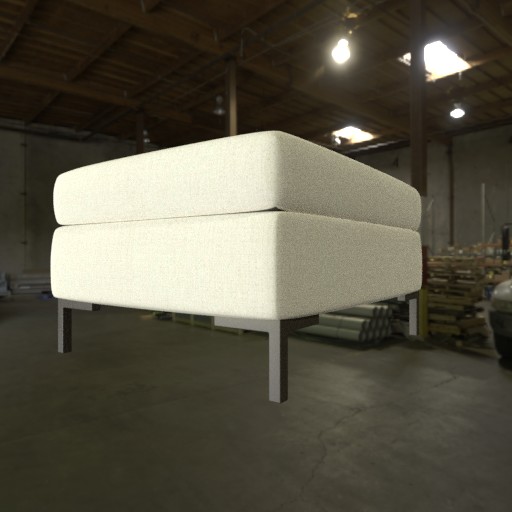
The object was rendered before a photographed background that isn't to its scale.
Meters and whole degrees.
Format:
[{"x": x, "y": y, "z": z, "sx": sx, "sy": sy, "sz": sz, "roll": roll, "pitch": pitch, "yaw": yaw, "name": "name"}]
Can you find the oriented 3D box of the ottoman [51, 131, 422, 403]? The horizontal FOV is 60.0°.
[{"x": 0.000, "y": 0.000, "z": 1.160, "sx": 0.657, "sy": 0.453, "sz": 0.794, "roll": 0, "pitch": 0, "yaw": 36, "name": "ottoman"}]
